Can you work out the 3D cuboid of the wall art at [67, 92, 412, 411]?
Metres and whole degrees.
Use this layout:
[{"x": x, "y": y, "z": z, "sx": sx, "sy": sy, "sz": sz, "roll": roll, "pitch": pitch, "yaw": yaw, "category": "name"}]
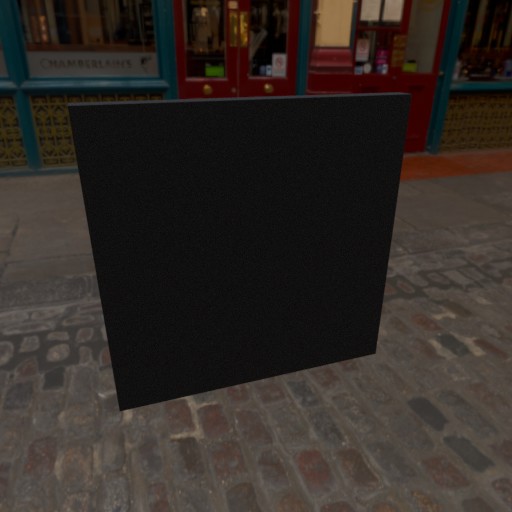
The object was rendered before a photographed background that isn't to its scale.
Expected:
[{"x": 0.000, "y": 0.000, "z": 0.680, "sx": 0.462, "sy": 0.458, "sz": 0.030, "roll": -8, "pitch": 26, "yaw": -17, "category": "wall art"}]
